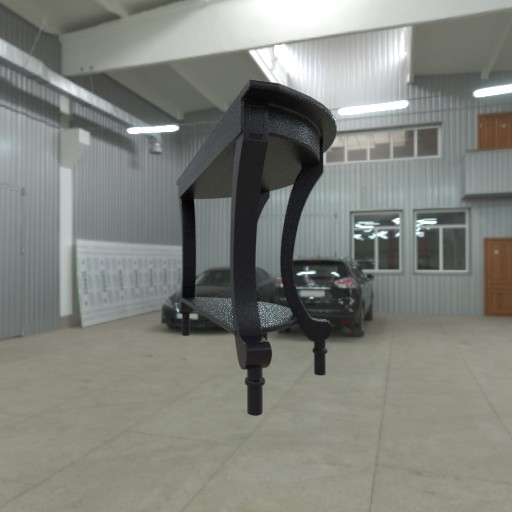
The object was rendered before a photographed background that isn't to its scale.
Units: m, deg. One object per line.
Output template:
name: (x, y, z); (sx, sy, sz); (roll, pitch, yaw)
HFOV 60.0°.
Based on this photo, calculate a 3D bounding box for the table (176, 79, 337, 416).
table: (0.000, 0.000, 1.509); (0.394, 0.692, 1.198); (0, -1, -17)
